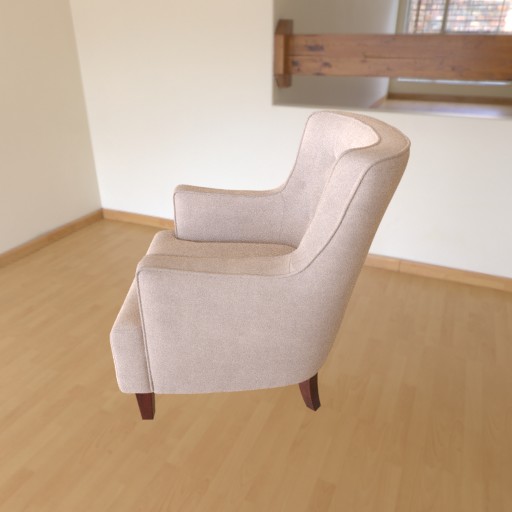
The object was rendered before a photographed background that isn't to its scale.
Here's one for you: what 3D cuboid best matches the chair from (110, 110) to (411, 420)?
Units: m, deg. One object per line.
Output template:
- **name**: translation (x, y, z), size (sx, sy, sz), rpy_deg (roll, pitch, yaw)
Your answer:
- **chair**: translation (0.000, 0.000, 1.608), size (0.910, 0.920, 0.781), rpy_deg (0, 27, -1)
